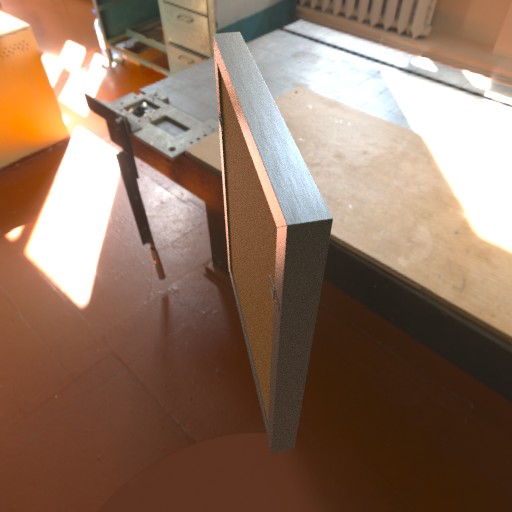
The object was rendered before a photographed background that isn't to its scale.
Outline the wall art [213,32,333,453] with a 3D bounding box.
[{"bbox_3d":[0.000,0.000,0.510,0.030,0.379,0.308,-9,47,-8],"label":"wall art"}]
